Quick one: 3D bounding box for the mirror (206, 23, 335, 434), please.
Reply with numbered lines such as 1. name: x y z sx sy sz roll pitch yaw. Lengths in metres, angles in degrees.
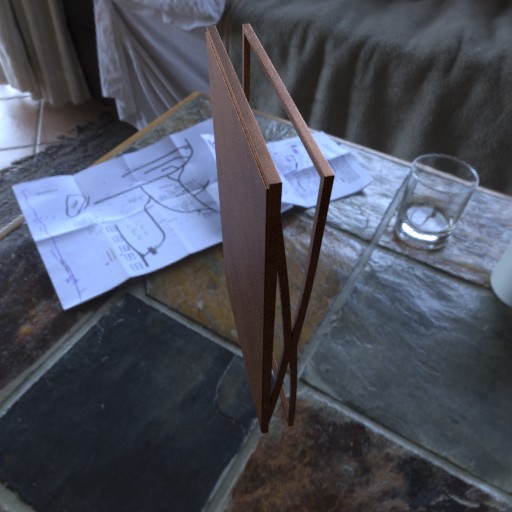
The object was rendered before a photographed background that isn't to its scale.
1. mirror: 0.000 0.000 0.947 0.082 0.768 0.468 -10 49 -9
